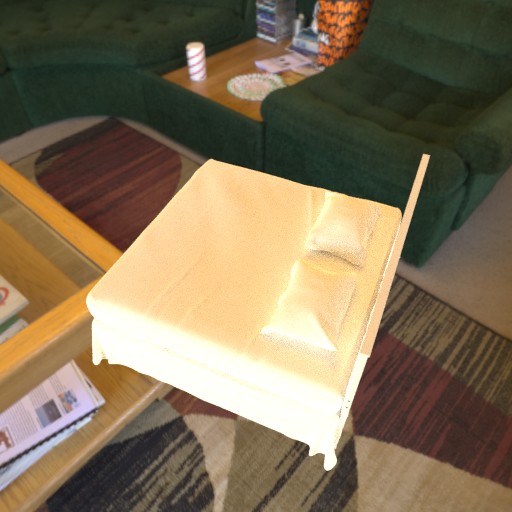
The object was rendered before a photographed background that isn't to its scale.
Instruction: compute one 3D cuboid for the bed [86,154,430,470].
[{"bbox_3d":[0.000,0.000,3.661,2.215,1.273,2.317,18,49,16],"label":"bed"}]
